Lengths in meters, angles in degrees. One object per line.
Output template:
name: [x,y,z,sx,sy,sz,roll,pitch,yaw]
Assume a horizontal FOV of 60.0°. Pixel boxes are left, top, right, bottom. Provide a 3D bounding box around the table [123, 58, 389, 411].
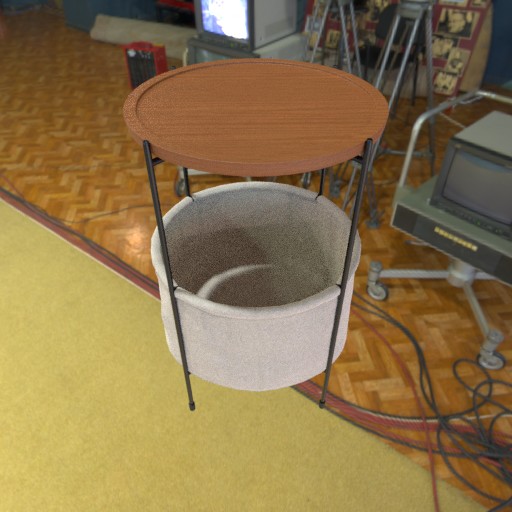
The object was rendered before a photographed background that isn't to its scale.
table: [0.000,0.000,0.861,0.393,0.623,0.393,-1,41,-1]
